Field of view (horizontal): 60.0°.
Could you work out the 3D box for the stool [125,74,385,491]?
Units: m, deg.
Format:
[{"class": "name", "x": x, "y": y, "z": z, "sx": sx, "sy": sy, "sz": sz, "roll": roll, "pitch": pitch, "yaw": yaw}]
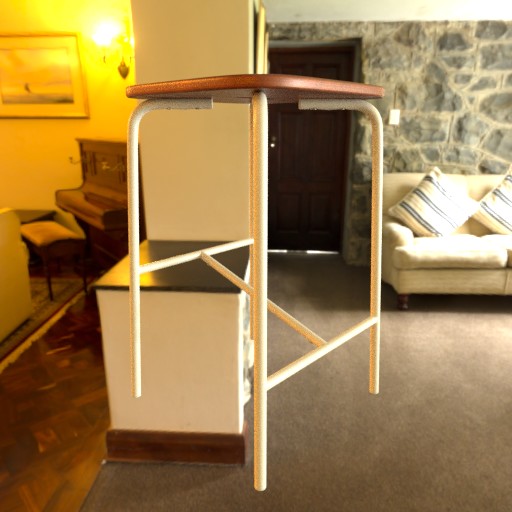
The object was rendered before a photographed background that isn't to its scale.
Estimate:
[{"class": "stool", "x": 0.000, "y": 0.000, "z": 0.856, "sx": 0.376, "sy": 0.610, "sz": 0.376, "roll": 15, "pitch": 22, "yaw": 41}]
